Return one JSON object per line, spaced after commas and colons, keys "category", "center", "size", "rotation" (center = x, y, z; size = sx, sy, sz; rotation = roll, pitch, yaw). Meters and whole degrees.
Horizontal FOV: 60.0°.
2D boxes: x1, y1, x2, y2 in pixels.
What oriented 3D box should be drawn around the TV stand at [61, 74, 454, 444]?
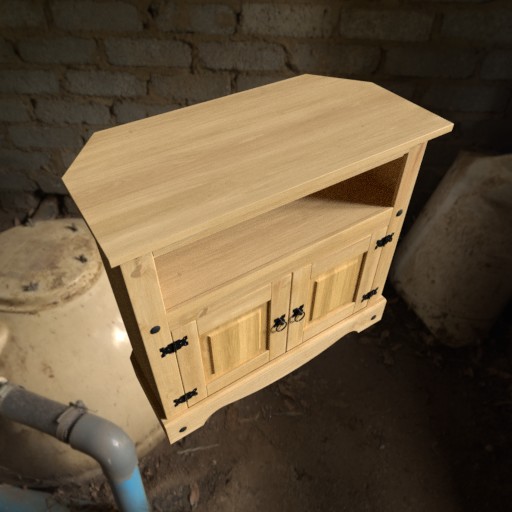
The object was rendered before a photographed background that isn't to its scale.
{"category": "TV stand", "center": [0.000, 0.000, 1.294], "size": [0.851, 0.781, 0.425], "rotation": [-24, 49, -23]}
